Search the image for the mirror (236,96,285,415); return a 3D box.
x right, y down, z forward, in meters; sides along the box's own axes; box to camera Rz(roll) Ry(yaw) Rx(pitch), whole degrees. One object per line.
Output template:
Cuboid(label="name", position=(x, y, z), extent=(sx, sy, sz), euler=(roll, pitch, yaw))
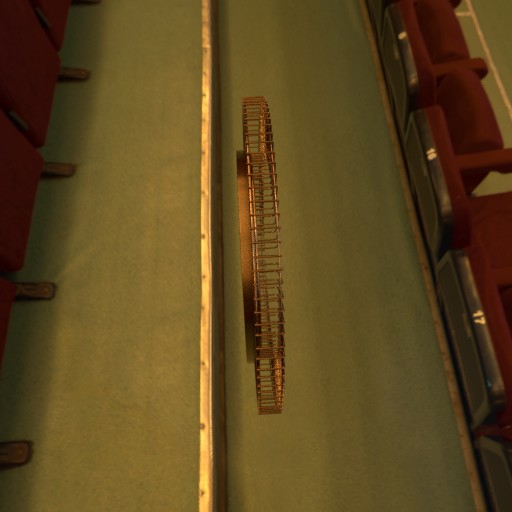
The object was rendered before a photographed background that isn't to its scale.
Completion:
Cuboid(label="mirror", position=(0.000, 0.000, 1.039), extent=(0.067, 0.703, 0.703), euler=(-3, 64, -1))
